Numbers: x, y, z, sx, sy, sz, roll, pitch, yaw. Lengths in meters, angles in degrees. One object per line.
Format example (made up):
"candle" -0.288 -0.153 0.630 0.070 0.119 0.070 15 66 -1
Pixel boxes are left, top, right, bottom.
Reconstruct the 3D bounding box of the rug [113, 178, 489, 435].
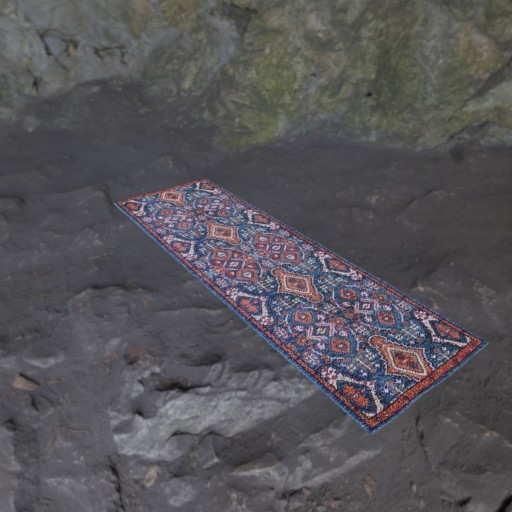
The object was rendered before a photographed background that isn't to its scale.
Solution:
"rug" 0.000 0.000 2.625 0.801 0.010 2.459 -21 38 -31
